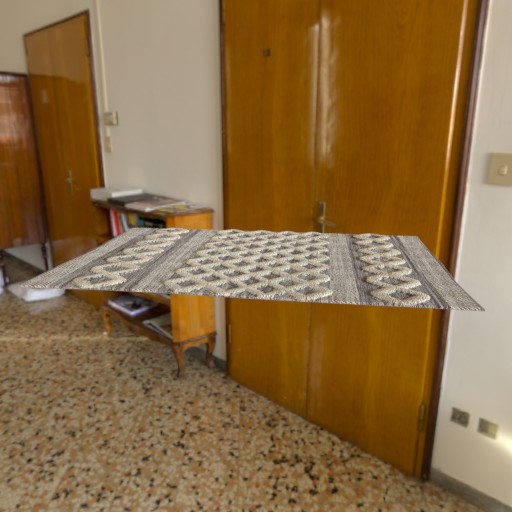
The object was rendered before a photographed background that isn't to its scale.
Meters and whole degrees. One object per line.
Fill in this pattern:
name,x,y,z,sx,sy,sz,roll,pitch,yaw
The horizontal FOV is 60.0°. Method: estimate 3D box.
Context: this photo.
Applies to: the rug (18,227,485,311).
rug,0.000,0.000,2.893,2.333,0.033,1.513,2,16,8
